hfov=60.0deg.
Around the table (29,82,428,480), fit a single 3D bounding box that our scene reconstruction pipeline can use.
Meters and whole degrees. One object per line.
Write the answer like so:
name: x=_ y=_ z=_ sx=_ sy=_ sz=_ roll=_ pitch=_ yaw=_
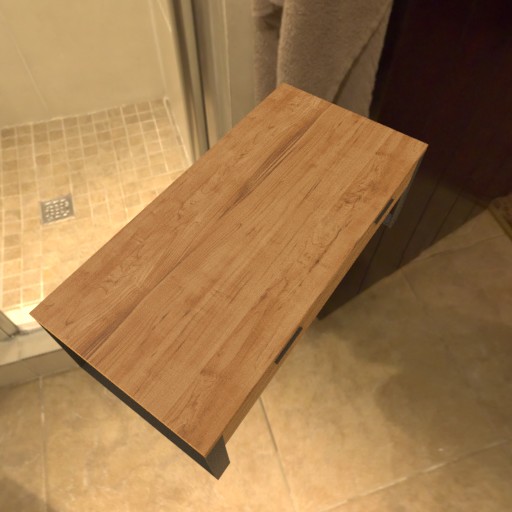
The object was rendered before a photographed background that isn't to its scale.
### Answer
table: x=0.000 y=0.000 z=1.472 sx=0.590 sy=0.400 sz=1.180 roll=31 pitch=62 yaw=19
